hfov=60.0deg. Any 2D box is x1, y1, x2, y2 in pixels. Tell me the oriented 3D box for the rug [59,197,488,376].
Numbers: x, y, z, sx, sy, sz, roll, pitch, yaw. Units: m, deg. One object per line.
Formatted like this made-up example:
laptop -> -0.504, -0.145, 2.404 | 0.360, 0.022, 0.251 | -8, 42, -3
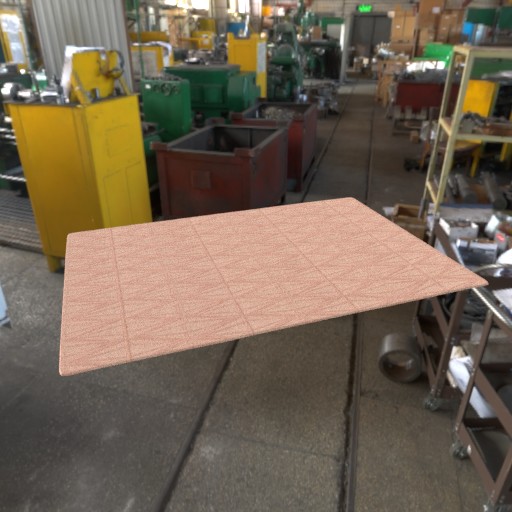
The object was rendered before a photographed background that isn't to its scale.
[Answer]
rug -> 0.000, 0.000, 2.952 | 2.390, 0.015, 1.609 | -9, 29, -17
